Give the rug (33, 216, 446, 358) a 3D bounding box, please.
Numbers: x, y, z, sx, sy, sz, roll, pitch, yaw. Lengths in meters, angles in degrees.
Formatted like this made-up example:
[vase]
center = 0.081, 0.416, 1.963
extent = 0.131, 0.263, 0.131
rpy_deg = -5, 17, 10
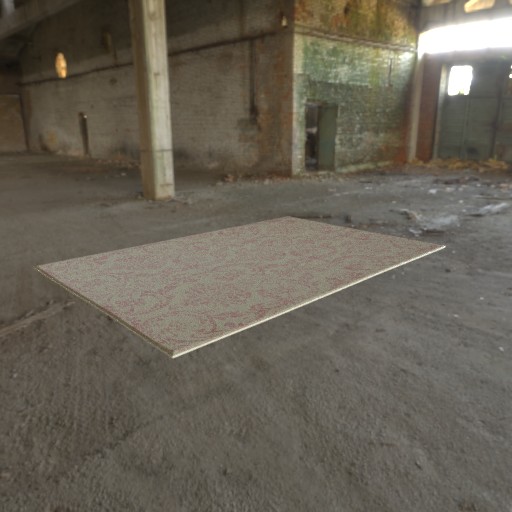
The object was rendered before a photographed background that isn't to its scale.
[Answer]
[rug]
center = 0.000, 0.000, 3.497
extent = 2.746, 0.018, 1.819
rpy_deg = -15, 22, -41
